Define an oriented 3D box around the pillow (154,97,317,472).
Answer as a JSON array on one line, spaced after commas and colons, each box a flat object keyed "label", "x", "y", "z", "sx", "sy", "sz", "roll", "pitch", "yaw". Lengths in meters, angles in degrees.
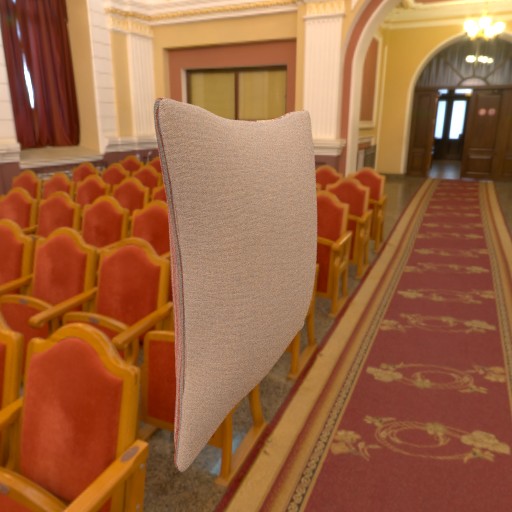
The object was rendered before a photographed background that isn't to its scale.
[{"label": "pillow", "x": 0.000, "y": 0.000, "z": 0.647, "sx": 0.136, "sy": 0.419, "sz": 0.437, "roll": 8, "pitch": 18, "yaw": 24}]
